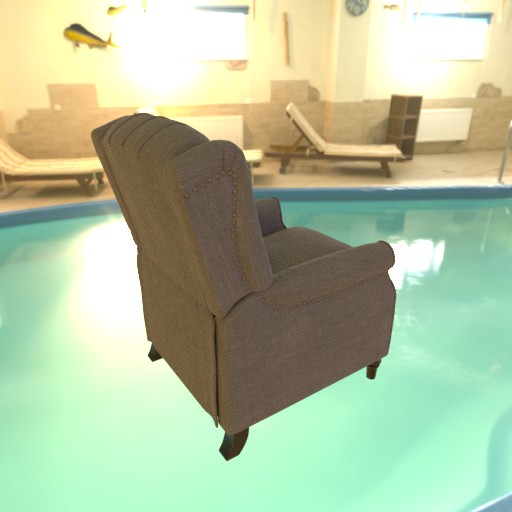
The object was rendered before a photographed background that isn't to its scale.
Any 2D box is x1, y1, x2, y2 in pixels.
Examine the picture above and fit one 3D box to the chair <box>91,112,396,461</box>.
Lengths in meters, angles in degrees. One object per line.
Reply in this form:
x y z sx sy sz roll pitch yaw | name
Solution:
0.000 0.000 1.631 0.898 1.035 0.742 -16 29 -31 | chair
